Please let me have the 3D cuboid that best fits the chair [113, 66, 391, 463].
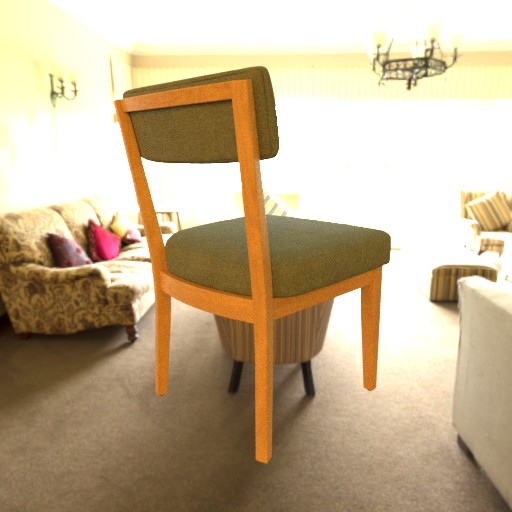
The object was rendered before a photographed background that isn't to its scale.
[{"bbox_3d":[0.000,0.000,1.181,0.508,0.832,0.572,12,18,43],"label":"chair"}]
